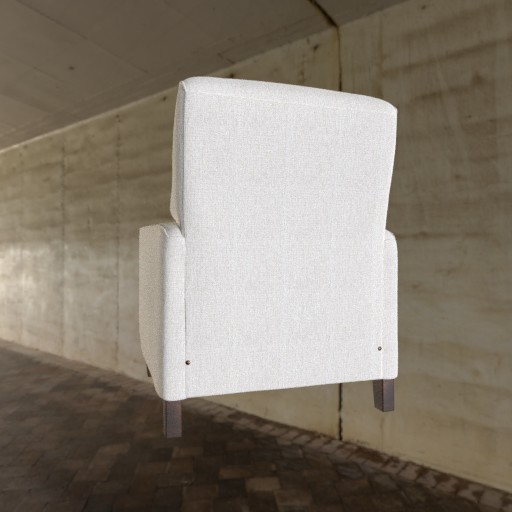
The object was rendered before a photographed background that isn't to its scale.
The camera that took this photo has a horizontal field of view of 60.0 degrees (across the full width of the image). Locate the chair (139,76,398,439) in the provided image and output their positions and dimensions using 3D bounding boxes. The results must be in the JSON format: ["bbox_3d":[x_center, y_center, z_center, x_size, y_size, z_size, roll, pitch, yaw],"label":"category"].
[{"bbox_3d":[0.000,0.000,1.679,0.841,1.028,0.858,0,0,-18],"label":"chair"}]
